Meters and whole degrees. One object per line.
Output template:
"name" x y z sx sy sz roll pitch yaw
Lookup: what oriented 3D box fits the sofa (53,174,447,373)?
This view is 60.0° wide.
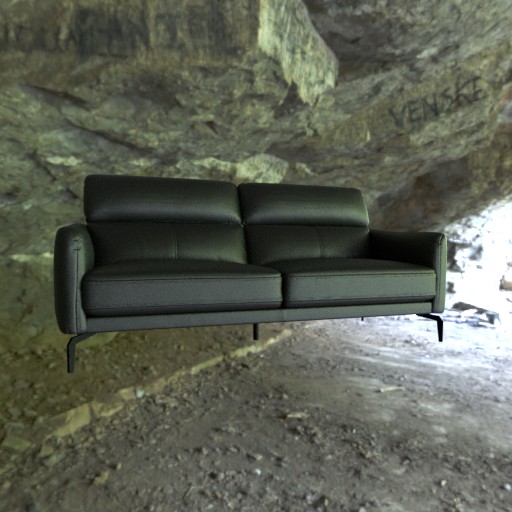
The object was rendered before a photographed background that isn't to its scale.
"sofa" 0.000 0.000 2.525 2.069 0.957 0.856 0 1 -19
